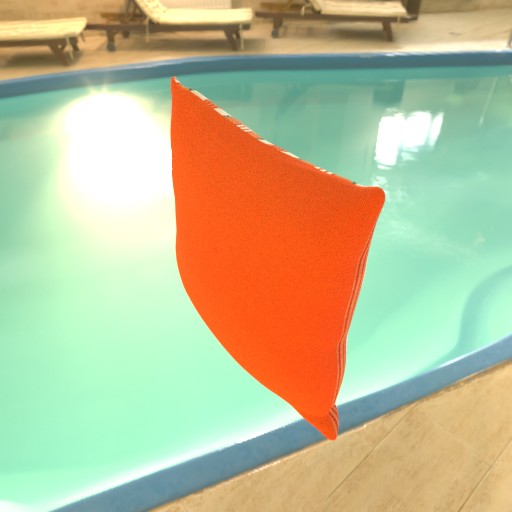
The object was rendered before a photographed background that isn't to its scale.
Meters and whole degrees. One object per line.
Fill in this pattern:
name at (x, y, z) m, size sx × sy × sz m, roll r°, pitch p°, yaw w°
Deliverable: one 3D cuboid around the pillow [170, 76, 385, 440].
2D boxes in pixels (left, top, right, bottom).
pillow at (0.000, 0.000, 0.683) m, size 0.182 × 0.441 × 0.440 m, roll -25°, pitch 46°, yaw -26°
